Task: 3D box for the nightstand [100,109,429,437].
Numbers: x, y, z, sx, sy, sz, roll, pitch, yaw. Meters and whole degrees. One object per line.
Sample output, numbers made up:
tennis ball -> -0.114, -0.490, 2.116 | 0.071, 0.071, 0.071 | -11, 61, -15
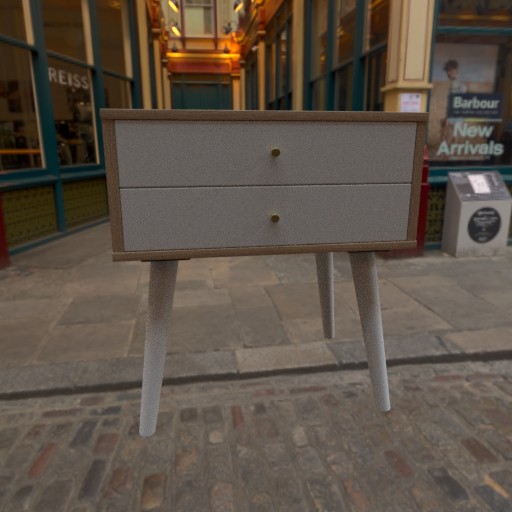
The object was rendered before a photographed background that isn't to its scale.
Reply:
nightstand -> 0.000, 0.000, 1.012 | 0.571, 0.610, 0.407 | -2, 15, -9
